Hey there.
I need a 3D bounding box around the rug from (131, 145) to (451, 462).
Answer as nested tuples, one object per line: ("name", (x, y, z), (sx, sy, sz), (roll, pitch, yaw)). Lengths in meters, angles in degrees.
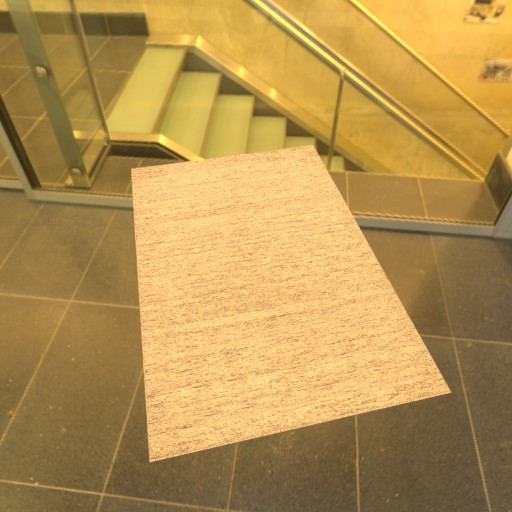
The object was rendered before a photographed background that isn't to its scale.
("rug", (0.000, 0.000, 2.334), (1.225, 0.013, 1.840), (-10, 48, -9))
